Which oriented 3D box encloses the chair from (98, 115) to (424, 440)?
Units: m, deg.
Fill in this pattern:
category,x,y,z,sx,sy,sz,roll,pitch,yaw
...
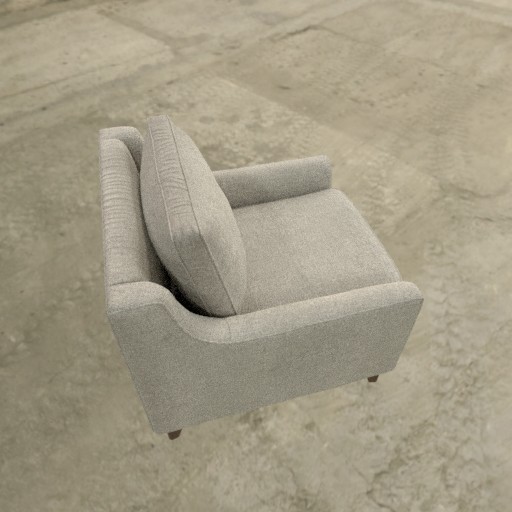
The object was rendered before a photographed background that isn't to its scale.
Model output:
category,x,y,z,sx,sy,sz,roll,pitch,yaw
chair,0.000,0.000,1.580,0.918,0.864,0.838,-11,47,-11
